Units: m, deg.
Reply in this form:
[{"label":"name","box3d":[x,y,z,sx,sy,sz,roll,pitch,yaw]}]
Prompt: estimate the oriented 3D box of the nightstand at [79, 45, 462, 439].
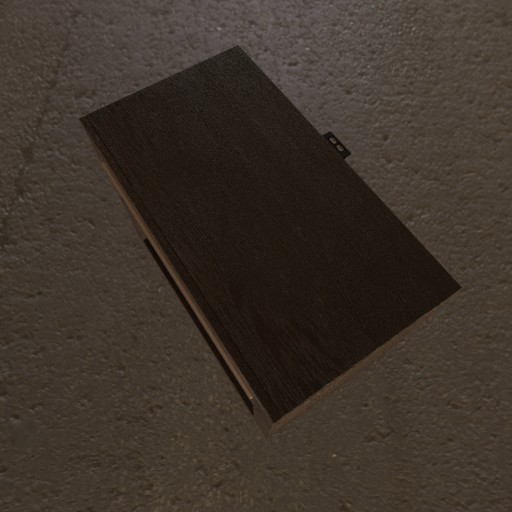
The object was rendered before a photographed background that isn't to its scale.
[{"label":"nightstand","box3d":[0.000,0.000,1.190,0.457,0.612,0.775,-31,69,-14]}]
